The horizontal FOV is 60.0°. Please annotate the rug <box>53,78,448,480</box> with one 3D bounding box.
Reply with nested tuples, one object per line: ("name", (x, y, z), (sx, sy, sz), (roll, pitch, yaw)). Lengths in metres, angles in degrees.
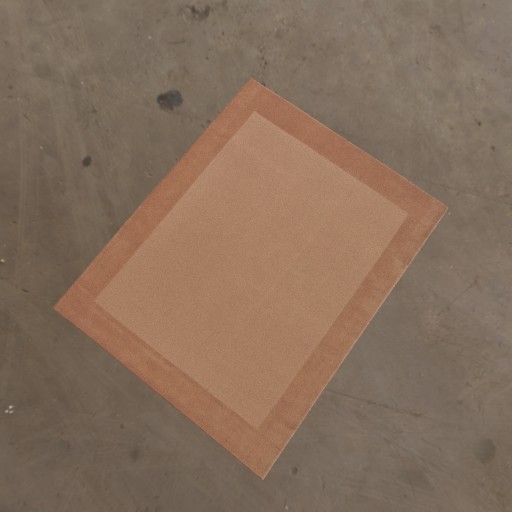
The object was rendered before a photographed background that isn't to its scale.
("rug", (0.000, 0.000, 4.218), (2.431, 0.021, 3.057), (36, 79, 8))
